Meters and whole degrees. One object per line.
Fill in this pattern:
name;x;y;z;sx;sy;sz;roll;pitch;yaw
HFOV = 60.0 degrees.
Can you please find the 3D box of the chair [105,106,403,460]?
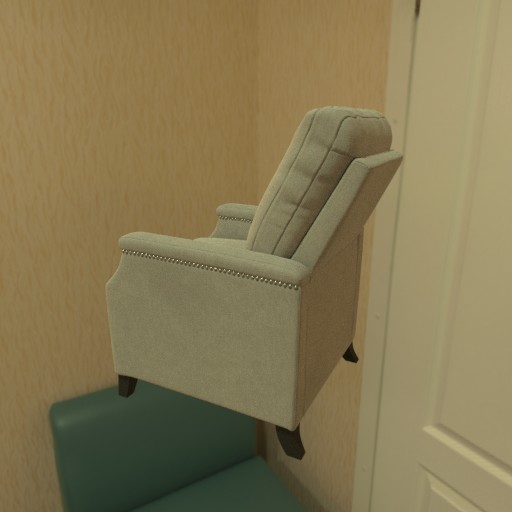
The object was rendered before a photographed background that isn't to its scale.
chair;0.000;0.000;1.657;0.922;1.049;0.710;9;19;26
